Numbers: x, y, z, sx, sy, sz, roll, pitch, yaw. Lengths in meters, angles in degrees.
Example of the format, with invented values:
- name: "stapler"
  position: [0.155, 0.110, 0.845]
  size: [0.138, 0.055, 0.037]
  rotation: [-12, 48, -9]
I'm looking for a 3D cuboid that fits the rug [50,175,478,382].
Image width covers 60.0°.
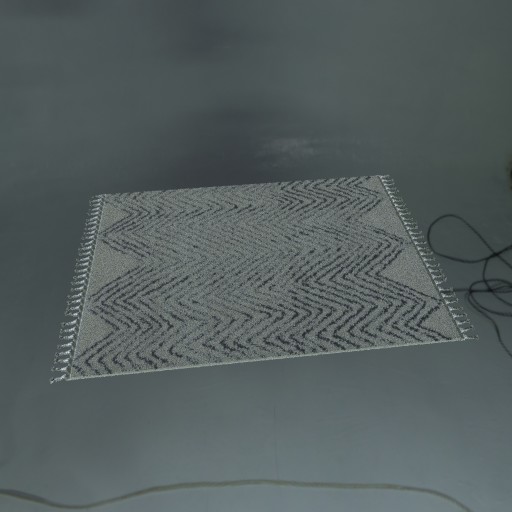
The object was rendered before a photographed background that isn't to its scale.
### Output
- name: "rug"
  position: [0.000, 0.000, 2.285]
  size: [1.847, 0.014, 1.230]
  rotation: [-5, 46, -5]
